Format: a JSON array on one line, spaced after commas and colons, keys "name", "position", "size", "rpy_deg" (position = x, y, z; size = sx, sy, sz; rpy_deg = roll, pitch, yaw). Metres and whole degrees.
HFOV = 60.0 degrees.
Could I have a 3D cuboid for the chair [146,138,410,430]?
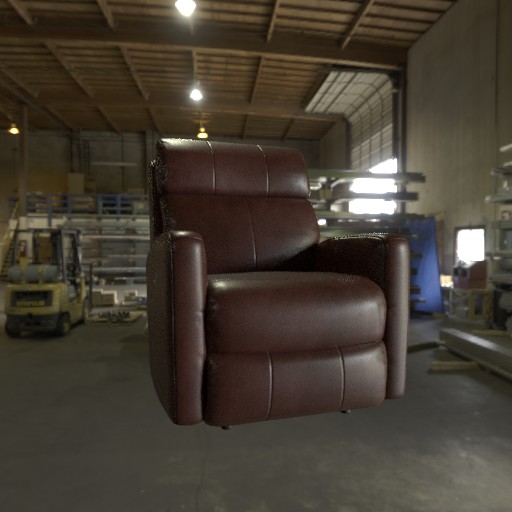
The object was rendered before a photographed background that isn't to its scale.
[{"name": "chair", "position": [0.000, 0.000, 1.689], "size": [0.787, 1.016, 0.939], "rpy_deg": [0, 1, -19]}]
